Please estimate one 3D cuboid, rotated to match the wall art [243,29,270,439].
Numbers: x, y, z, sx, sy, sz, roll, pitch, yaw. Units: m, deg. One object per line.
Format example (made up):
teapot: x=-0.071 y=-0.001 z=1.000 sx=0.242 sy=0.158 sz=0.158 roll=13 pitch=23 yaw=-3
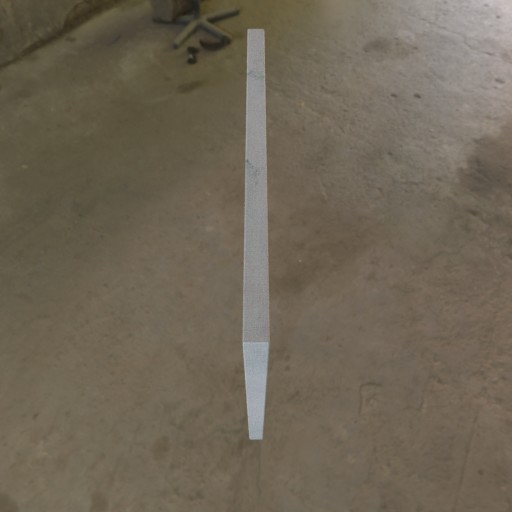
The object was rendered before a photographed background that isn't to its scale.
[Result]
wall art: x=0.000 y=0.000 z=1.145 sx=0.038 sy=0.762 sz=0.762 roll=0 pitch=58 yaw=0
